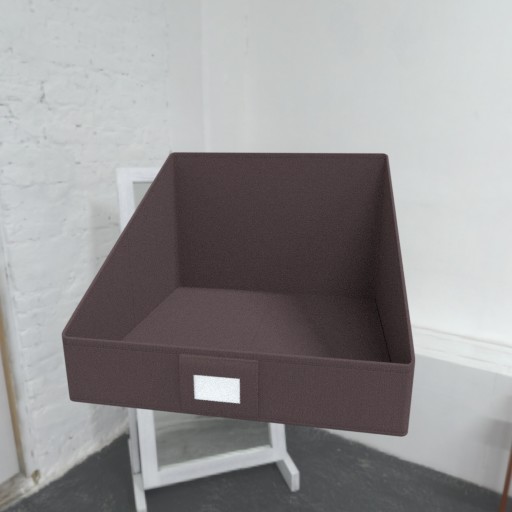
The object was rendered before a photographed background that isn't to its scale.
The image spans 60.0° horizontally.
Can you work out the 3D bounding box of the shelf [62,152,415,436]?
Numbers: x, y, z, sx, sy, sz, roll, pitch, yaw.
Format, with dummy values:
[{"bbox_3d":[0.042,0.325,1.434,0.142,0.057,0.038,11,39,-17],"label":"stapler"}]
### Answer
[{"bbox_3d":[0.000,0.000,0.479,0.292,0.210,0.292,3,15,10],"label":"shelf"}]
